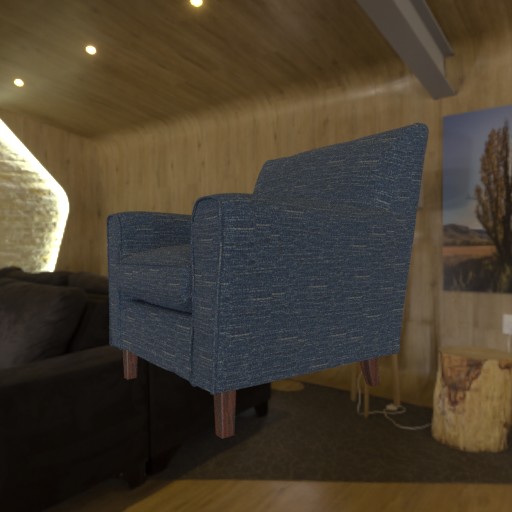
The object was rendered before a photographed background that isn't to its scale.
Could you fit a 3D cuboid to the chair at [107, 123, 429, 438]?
[{"bbox_3d":[0.000,0.000,1.627,0.873,0.928,0.864,-1,1,-37],"label":"chair"}]
